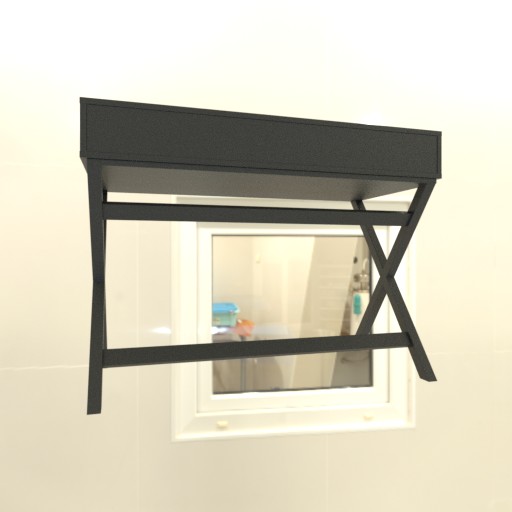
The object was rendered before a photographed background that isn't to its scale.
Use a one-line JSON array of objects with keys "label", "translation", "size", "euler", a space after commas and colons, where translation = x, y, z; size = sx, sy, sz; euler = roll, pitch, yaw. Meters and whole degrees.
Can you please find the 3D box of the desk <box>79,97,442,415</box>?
[{"label": "desk", "translation": [0.000, 0.000, 1.486], "size": [1.057, 0.780, 0.525], "euler": [0, 0, -17]}]
